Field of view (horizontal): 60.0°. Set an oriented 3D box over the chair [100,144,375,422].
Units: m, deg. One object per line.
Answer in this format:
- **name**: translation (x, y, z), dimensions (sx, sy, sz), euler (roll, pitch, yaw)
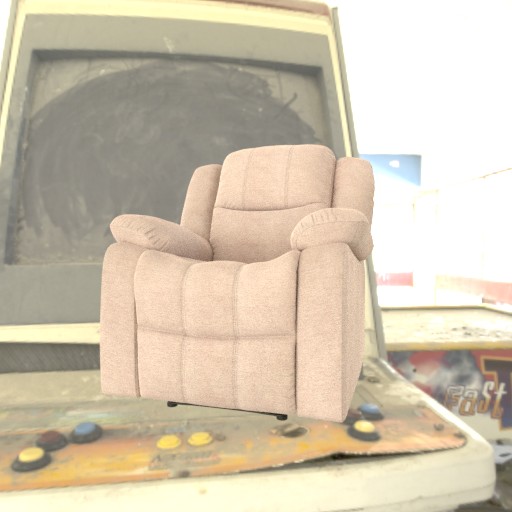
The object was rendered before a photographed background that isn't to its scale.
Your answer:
- **chair**: translation (0.000, 0.000, 1.750), dimensions (0.899, 1.008, 0.944), euler (0, 1, 18)
